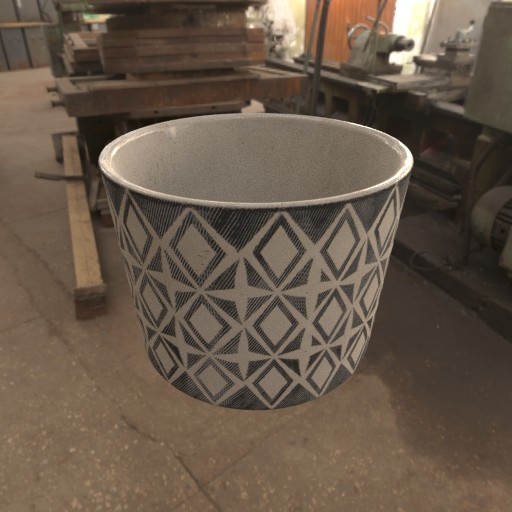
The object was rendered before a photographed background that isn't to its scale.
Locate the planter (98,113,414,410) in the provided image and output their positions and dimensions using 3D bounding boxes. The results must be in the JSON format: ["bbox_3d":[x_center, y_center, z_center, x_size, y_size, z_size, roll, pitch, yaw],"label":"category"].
[{"bbox_3d":[0.000,0.000,0.437,0.260,0.220,0.260,0,30,0],"label":"planter"}]
